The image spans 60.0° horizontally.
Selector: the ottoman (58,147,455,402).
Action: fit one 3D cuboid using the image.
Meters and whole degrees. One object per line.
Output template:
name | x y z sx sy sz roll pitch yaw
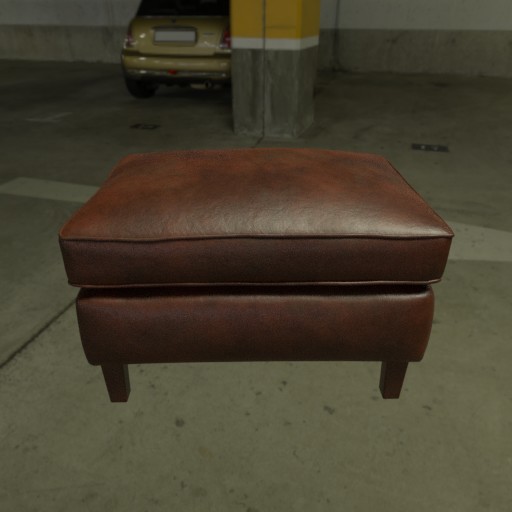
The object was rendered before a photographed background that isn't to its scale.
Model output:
ottoman | 0.000 0.000 0.987 0.665 0.432 0.501 0 29 -1
